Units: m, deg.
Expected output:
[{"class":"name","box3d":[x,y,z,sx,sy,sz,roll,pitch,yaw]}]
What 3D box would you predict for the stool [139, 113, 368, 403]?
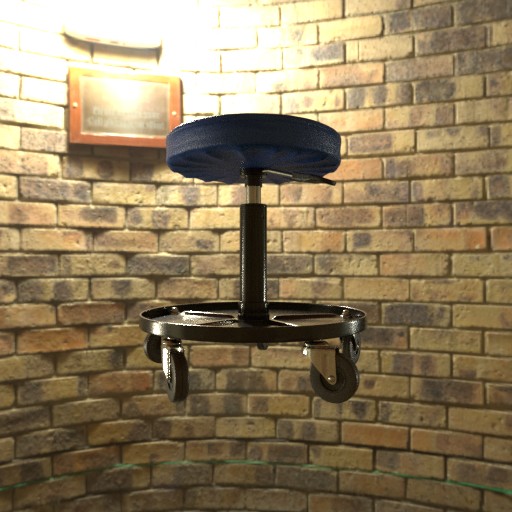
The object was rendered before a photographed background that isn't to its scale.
[{"class":"stool","box3d":[0.000,0.000,0.689,0.382,0.365,0.381,-1,-1,36]}]
